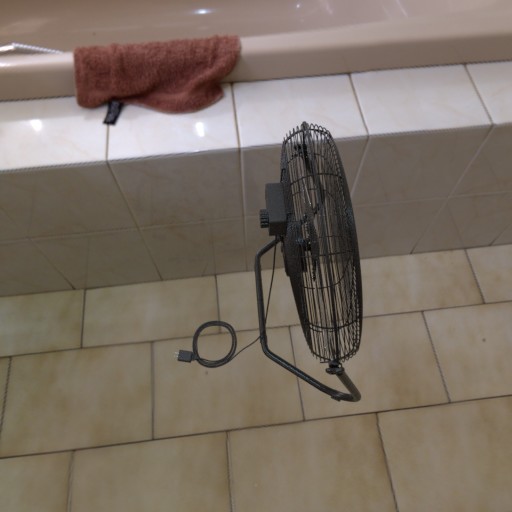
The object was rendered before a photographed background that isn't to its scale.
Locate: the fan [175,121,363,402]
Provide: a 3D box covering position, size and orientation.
[{"bbox_3d":[0.000,0.000,0.927,0.424,0.546,0.555,-4,63,-2],"label":"fan"}]
